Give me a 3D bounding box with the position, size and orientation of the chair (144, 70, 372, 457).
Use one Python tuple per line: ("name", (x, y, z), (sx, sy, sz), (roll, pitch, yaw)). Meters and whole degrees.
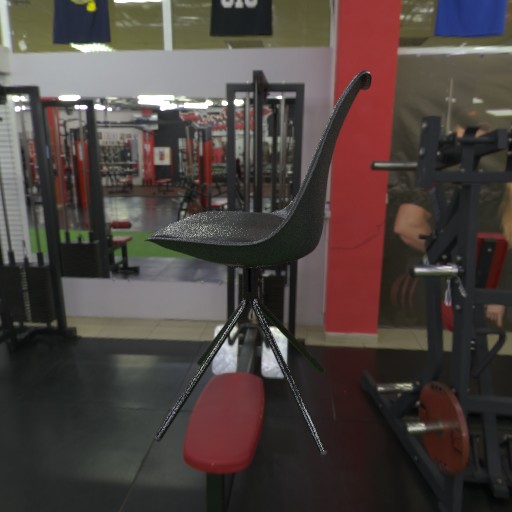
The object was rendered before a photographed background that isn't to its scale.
("chair", (0.000, 0.000, 1.145), (0.525, 0.850, 0.461), (2, 14, 8))
